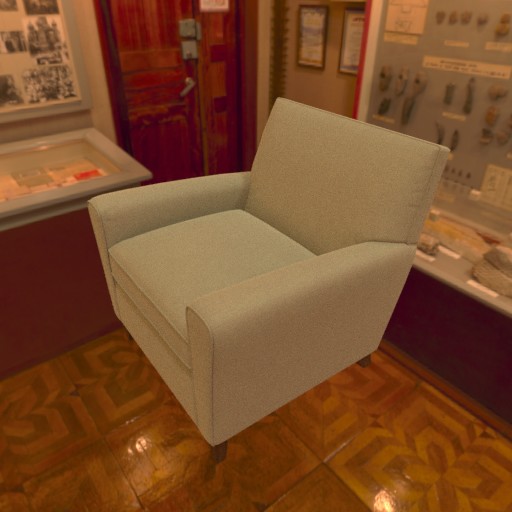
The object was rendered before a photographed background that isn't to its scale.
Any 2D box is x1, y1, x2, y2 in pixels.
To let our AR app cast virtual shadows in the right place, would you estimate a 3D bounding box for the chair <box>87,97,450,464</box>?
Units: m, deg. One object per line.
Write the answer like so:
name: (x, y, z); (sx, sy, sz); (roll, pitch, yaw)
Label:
chair: (0.000, 0.000, 1.568); (0.871, 0.846, 0.840); (-21, 38, -30)
